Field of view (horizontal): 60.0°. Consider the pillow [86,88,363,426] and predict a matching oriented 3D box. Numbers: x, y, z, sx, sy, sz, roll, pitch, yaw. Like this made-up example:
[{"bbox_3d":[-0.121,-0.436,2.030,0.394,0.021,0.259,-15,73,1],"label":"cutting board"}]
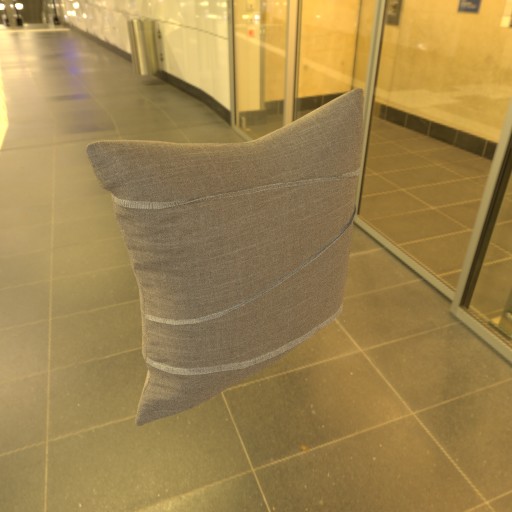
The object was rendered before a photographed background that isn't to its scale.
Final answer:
[{"bbox_3d":[0.000,0.000,0.623,0.424,0.400,0.169,-24,39,-33],"label":"pillow"}]
